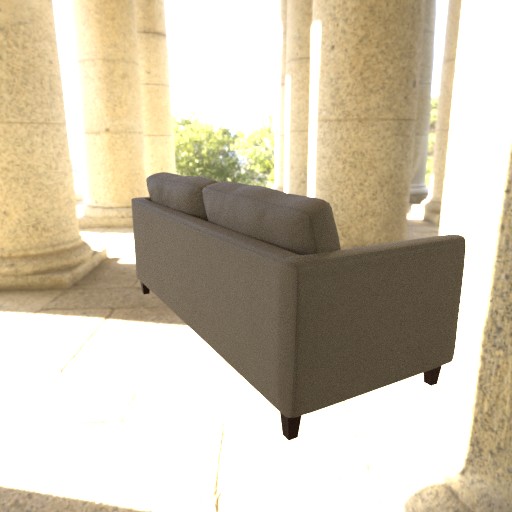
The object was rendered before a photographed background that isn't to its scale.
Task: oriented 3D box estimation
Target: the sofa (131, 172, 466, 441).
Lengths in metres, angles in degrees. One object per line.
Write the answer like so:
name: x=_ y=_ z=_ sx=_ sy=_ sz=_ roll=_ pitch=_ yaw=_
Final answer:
sofa: x=0.000 y=0.000 z=2.669 sx=0.948 sy=0.932 sz=2.181 roll=-8 pitch=16 yaw=-29
